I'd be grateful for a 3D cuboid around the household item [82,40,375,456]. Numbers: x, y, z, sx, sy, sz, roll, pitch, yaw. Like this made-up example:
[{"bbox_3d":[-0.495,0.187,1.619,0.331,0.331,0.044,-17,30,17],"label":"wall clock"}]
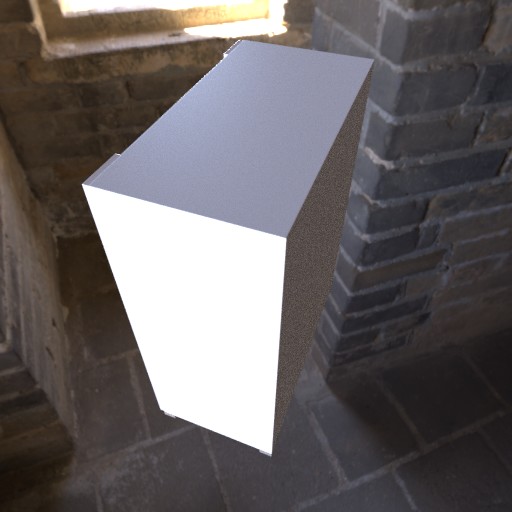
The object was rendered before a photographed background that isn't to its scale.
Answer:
[{"bbox_3d":[0.000,0.000,1.425,0.420,1.010,0.790,16,48,15],"label":"household item"}]
